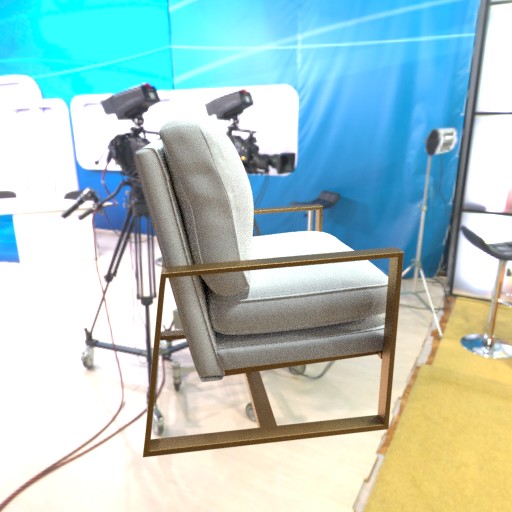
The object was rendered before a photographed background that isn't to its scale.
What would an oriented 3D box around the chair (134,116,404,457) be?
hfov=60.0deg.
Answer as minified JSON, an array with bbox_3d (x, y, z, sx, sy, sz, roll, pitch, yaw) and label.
[{"bbox_3d":[0.000,0.000,1.612,0.813,0.966,0.805,-3,17,-9],"label":"chair"}]
